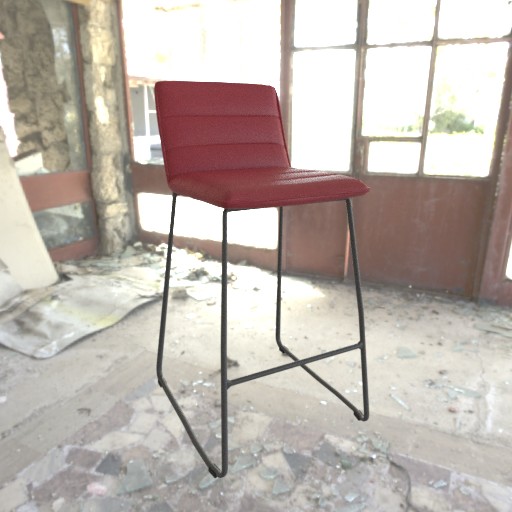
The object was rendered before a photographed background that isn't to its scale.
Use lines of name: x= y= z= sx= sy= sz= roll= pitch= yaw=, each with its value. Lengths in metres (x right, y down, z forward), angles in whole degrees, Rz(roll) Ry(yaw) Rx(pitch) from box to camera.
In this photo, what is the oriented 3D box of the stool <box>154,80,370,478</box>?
stool: x=0.000 y=0.000 z=1.237 sx=0.489 sy=0.937 sz=0.524 roll=-9 pitch=20 yaw=-26
